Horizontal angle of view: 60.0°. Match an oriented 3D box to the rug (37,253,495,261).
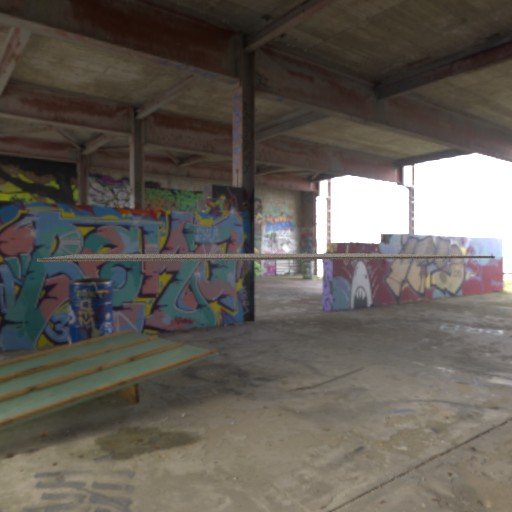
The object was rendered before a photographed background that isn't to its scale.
[{"bbox_3d":[0.000,0.000,2.260,1.829,0.010,1.219,0,1,-17],"label":"rug"}]
